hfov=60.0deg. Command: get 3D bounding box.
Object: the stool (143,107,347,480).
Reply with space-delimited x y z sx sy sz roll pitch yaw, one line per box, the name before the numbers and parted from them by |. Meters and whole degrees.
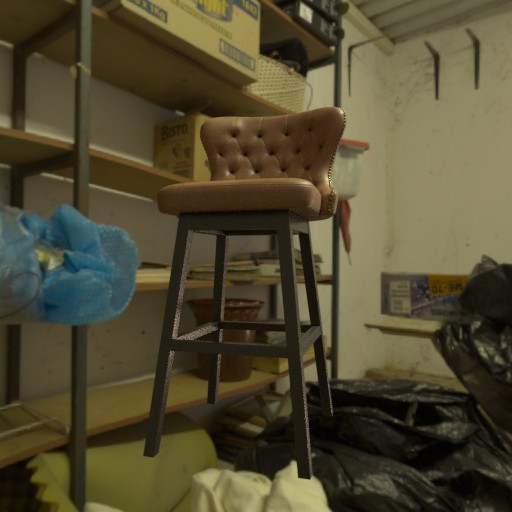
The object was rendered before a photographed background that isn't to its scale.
stool | 0.000 0.000 1.388 0.528 1.050 0.601 0 0 16
